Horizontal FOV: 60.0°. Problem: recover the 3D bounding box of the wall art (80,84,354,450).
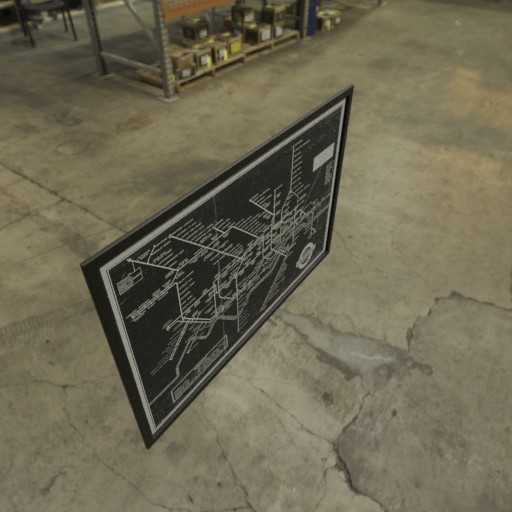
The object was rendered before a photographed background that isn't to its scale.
[{"bbox_3d":[0.000,0.000,1.519,0.013,0.811,1.192,26,48,26],"label":"wall art"}]
